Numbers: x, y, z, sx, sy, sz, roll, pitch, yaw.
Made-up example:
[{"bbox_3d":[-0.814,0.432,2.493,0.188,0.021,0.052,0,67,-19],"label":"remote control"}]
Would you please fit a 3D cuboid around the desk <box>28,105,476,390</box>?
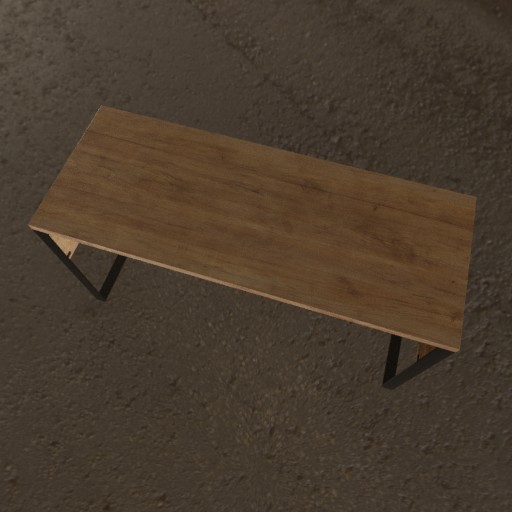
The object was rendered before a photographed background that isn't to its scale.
[{"bbox_3d":[0.000,0.000,1.952,1.520,0.760,0.600,16,65,7],"label":"desk"}]
